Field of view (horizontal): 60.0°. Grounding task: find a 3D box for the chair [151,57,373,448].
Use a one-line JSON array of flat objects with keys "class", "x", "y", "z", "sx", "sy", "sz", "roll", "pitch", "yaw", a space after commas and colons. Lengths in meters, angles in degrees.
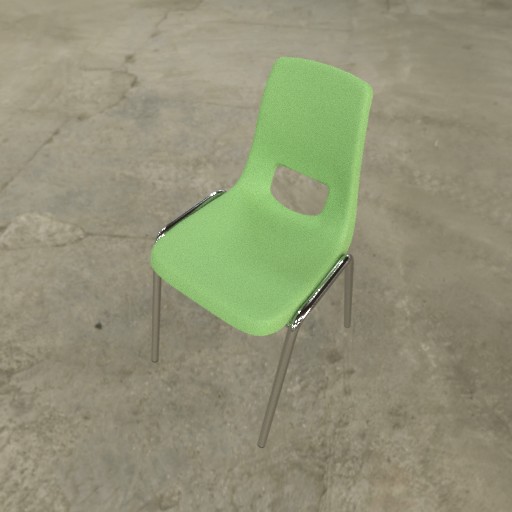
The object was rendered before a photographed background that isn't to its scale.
[{"class": "chair", "x": 0.000, "y": 0.000, "z": 0.973, "sx": 0.381, "sy": 0.704, "sz": 0.436, "roll": 30, "pitch": 53, "yaw": 25}]
